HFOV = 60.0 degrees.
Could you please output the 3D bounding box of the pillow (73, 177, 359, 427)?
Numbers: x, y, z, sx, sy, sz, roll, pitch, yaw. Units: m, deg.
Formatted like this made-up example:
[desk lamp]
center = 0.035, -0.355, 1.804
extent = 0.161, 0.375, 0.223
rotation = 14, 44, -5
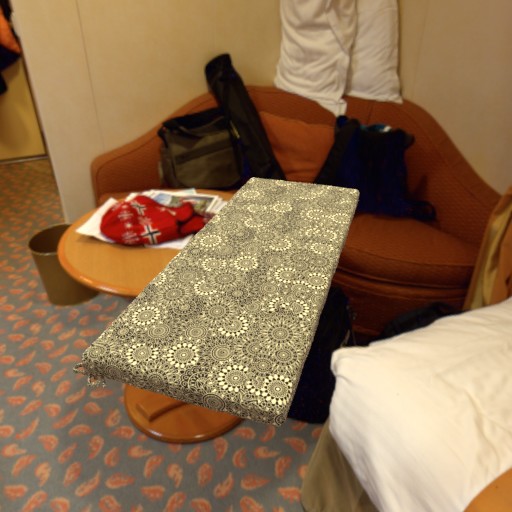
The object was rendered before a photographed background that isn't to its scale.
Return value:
[pillow]
center = 0.000, 0.000, 1.367
extent = 0.492, 0.081, 1.187
rotation = 10, 32, 16
